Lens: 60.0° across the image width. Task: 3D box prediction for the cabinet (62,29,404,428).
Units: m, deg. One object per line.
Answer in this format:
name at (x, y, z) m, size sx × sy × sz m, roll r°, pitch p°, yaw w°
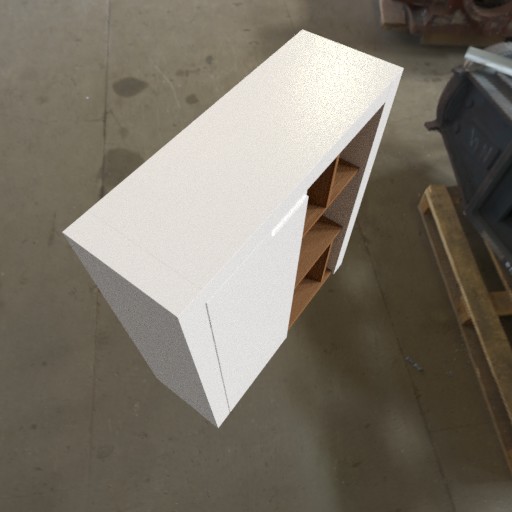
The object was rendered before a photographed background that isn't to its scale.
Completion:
cabinet at (0.000, 0.000, 1.636) m, size 0.348 × 1.150 × 0.990 m, roll 32°, pitch 64°, yaw 18°
